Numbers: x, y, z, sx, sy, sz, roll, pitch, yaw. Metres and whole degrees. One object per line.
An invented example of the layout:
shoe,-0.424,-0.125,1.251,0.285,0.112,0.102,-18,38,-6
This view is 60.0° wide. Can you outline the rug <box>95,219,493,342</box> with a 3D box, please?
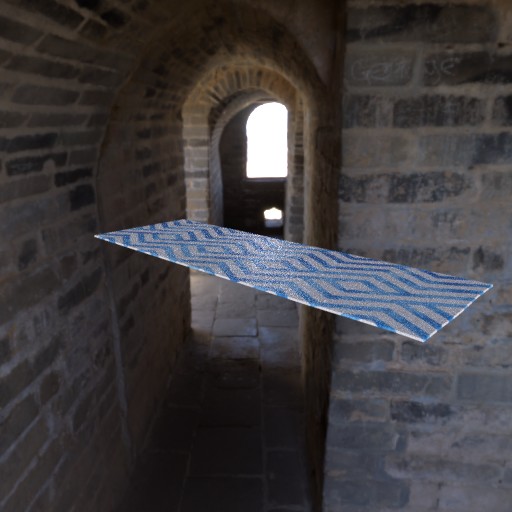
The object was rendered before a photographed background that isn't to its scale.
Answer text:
rug,0.000,0.000,1.649,1.492,0.007,0.503,14,21,41
